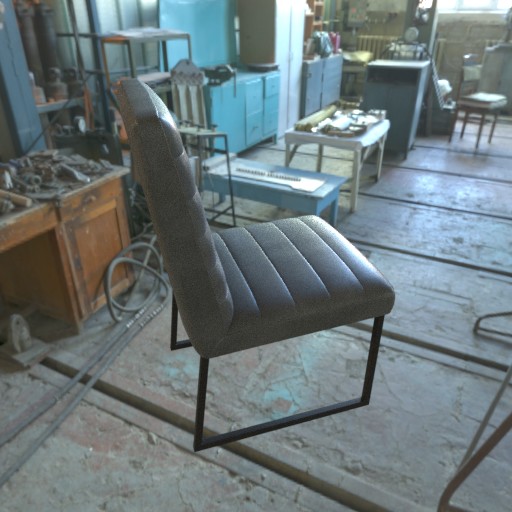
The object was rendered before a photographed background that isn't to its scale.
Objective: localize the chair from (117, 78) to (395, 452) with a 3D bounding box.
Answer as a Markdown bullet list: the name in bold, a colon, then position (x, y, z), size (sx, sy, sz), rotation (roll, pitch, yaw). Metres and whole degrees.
- **chair**: position (0.000, 0.000, 1.277), size (0.634, 0.930, 0.520), rotation (-9, 31, -16)
